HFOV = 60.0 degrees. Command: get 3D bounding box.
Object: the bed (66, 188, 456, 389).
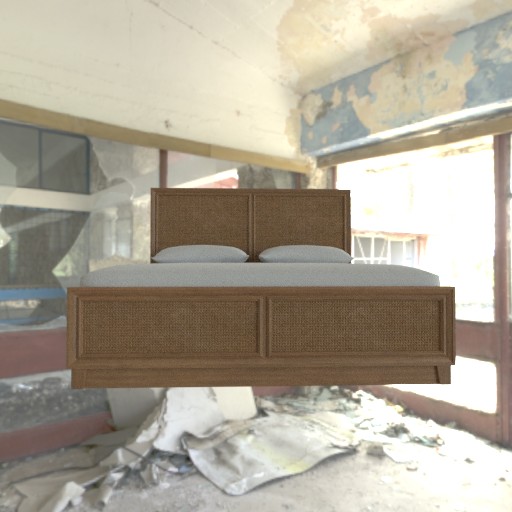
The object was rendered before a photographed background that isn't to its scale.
[{"bbox_3d":[0.000,0.000,3.376,2.003,1.387,2.184,0,-1,-2],"label":"bed"}]
